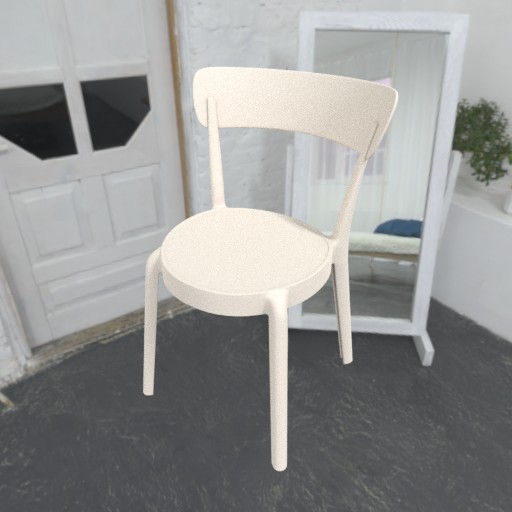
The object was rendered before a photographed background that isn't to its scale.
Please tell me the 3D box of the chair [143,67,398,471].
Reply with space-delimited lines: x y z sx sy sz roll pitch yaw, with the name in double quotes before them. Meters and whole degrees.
"chair" 0.000 0.000 1.097 0.506 0.790 0.491 18 37 27
